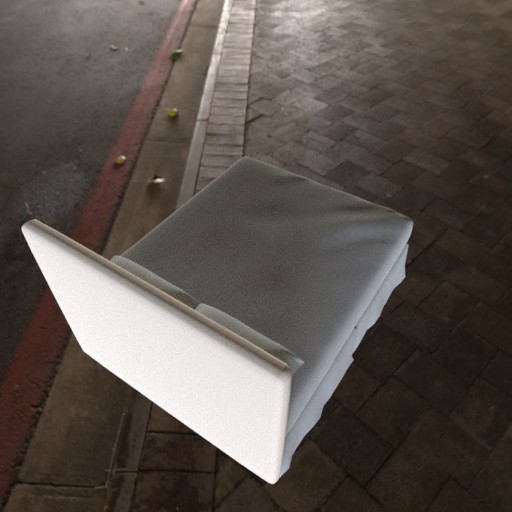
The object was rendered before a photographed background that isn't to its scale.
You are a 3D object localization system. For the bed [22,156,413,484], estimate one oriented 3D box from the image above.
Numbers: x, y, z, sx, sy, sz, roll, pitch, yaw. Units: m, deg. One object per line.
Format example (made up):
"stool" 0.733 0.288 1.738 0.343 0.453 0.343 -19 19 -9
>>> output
"bed" 0.000 0.000 3.143 1.748 1.330 2.142 26 51 23
